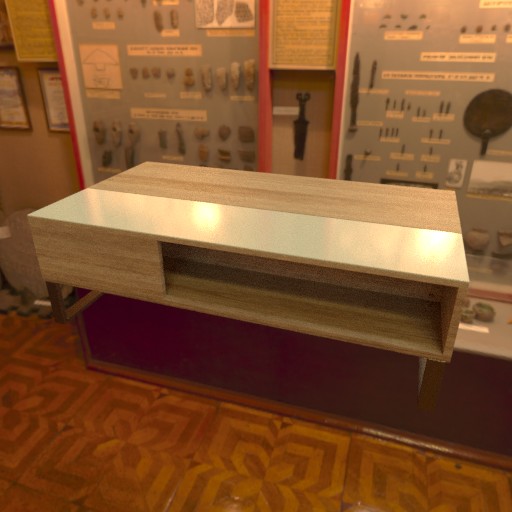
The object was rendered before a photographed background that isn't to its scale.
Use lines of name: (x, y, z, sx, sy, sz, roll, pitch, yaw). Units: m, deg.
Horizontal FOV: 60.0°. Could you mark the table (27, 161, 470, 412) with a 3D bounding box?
table: (0.000, 0.000, 1.364, 1.100, 0.350, 0.600, 9, 28, 17)
